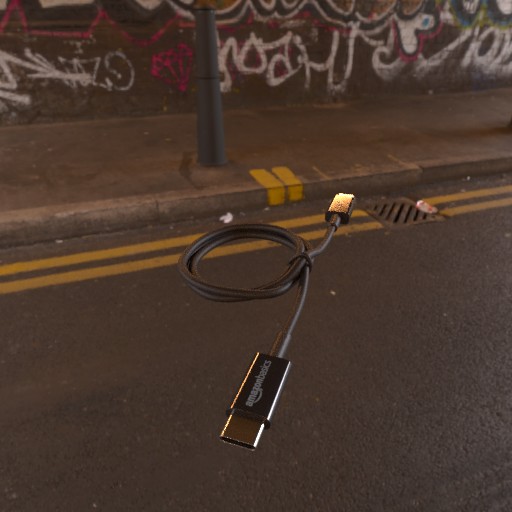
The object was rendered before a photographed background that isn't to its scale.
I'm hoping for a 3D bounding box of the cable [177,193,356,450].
[{"bbox_3d":[0.000,0.000,0.209,0.070,0.014,0.192,10,31,16],"label":"cable"}]
